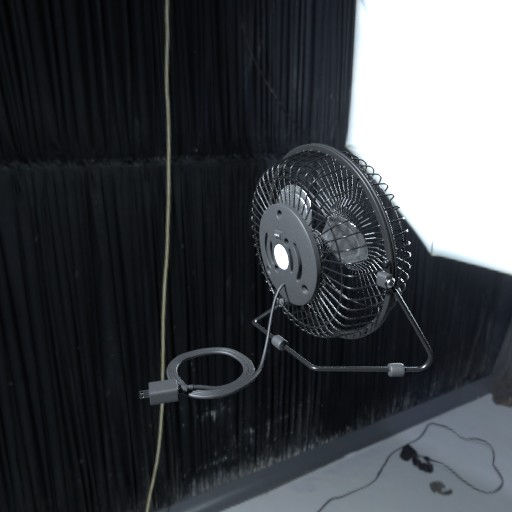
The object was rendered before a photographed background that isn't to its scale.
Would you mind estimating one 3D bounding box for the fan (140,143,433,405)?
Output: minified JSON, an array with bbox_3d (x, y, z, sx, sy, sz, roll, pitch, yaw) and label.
[{"bbox_3d":[0.000,0.000,0.383,0.227,0.188,0.209,-8,17,-27],"label":"fan"}]
